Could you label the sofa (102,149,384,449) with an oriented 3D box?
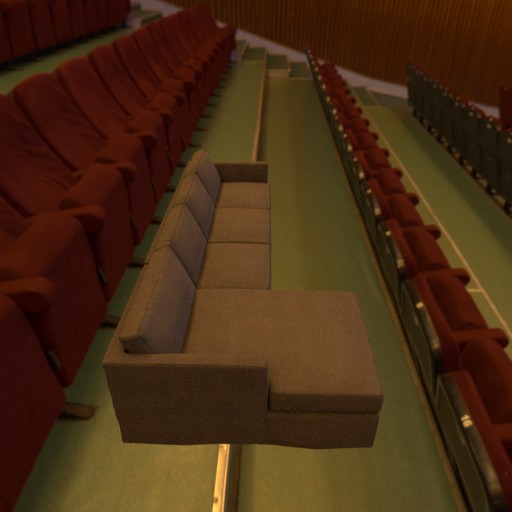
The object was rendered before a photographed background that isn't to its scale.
[{"bbox_3d":[0.000,0.000,3.906,1.650,0.922,3.205,1,33,1],"label":"sofa"}]
